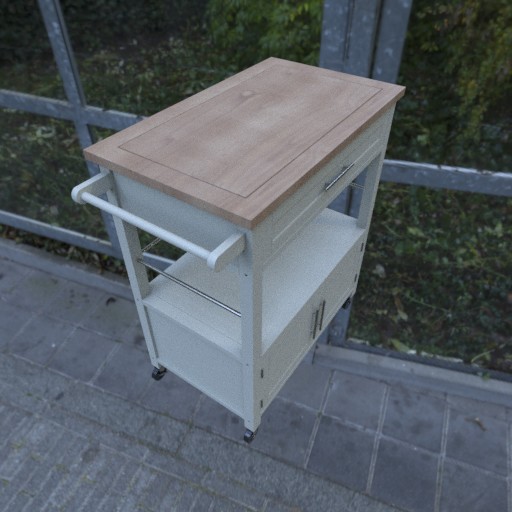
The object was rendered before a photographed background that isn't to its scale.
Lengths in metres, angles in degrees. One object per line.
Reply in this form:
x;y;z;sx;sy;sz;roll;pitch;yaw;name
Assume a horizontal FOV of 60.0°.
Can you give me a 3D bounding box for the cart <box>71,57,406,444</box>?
0.000;0.000;1.396;0.459;0.901;0.840;25;47;25;cart
